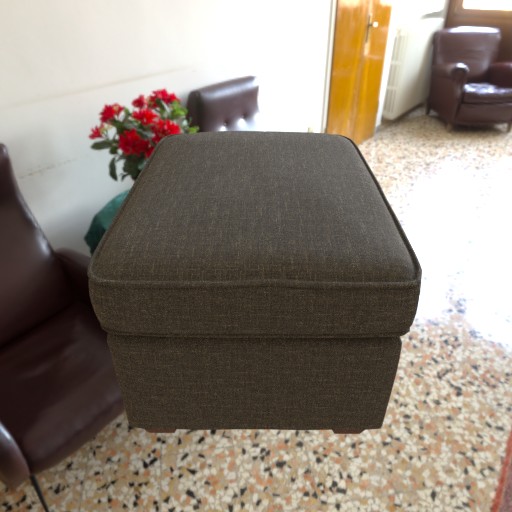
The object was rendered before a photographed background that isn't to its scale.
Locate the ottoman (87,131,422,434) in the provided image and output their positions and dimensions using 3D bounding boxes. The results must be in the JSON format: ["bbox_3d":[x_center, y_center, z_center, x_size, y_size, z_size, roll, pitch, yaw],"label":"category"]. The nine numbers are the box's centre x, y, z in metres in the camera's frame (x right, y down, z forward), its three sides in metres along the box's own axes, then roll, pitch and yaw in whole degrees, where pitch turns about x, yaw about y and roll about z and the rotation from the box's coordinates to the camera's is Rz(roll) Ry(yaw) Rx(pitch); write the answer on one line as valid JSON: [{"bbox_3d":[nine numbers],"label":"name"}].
[{"bbox_3d":[0.000,0.000,1.074,0.549,0.450,0.749,0,33,0],"label":"ottoman"}]
